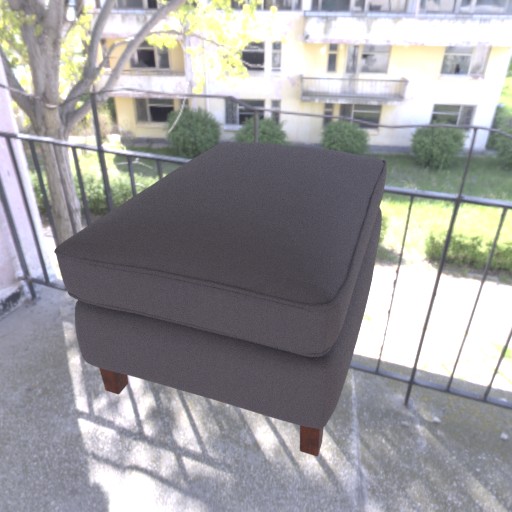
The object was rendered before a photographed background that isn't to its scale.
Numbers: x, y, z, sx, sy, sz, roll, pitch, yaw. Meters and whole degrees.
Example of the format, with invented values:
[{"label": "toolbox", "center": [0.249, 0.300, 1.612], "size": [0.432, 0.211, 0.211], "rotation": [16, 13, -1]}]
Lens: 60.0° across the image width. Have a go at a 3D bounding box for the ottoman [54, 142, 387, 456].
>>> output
[{"label": "ottoman", "center": [0.000, 0.000, 0.986], "size": [0.508, 0.406, 0.686], "rotation": [10, 32, 17]}]
